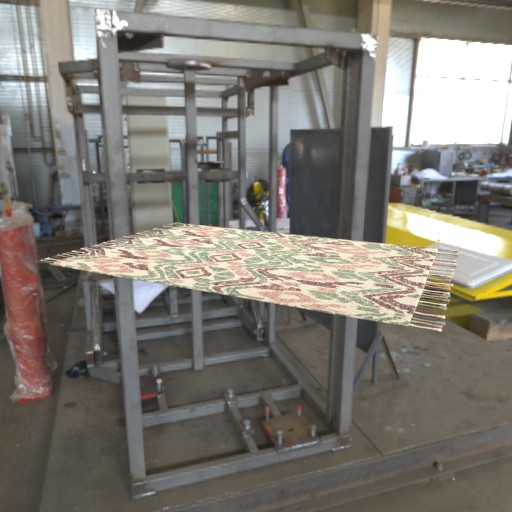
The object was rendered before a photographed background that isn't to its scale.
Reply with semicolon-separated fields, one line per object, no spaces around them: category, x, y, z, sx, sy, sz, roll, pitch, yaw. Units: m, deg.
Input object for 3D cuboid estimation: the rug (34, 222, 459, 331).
rug;0.000;0.000;2.967;2.438;0.011;1.524;7;17;25
